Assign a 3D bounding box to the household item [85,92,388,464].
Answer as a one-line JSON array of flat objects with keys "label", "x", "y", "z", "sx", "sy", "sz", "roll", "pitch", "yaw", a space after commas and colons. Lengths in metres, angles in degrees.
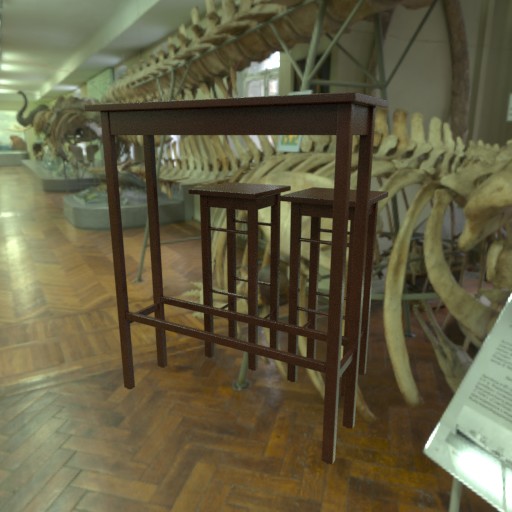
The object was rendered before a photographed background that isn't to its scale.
[{"label": "household item", "x": 0.000, "y": 0.000, "z": 1.663, "sx": 0.914, "sy": 1.067, "sz": 0.676, "roll": 8, "pitch": 17, "yaw": 29}]
